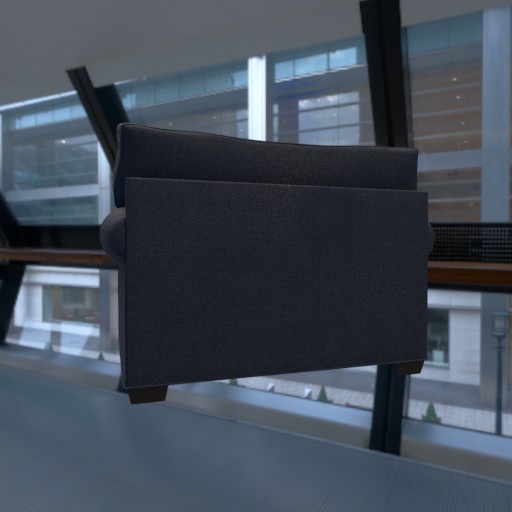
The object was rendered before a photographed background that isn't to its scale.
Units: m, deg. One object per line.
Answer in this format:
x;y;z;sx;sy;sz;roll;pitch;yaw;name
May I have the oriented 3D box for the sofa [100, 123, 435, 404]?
0.000;0.000;2.126;1.405;1.004;0.938;0;1;-18;sofa
